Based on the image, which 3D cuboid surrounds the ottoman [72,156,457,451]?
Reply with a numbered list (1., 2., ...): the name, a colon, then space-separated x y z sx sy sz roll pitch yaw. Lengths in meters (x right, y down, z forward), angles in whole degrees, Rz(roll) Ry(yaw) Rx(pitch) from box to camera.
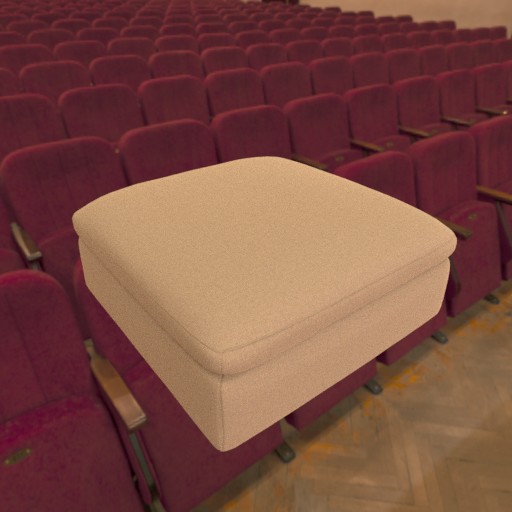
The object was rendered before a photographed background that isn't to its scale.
1. ottoman: 0.000 0.000 1.569 0.977 0.467 0.996 -21 37 -32
